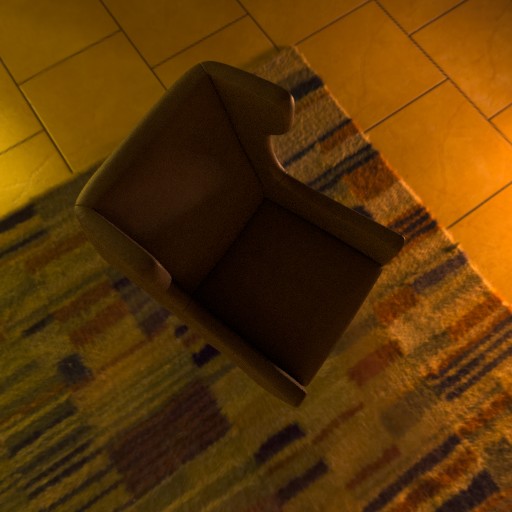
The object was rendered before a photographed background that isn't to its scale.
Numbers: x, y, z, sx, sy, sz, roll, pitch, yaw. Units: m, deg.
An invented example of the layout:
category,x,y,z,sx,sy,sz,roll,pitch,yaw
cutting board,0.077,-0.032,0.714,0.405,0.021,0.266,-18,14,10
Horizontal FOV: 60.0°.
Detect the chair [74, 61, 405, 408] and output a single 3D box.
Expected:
category,x,y,z,sx,sy,sz,roll,pitch,yaw
chair,0.000,0.000,1.705,0.899,1.079,0.769,34,77,9
